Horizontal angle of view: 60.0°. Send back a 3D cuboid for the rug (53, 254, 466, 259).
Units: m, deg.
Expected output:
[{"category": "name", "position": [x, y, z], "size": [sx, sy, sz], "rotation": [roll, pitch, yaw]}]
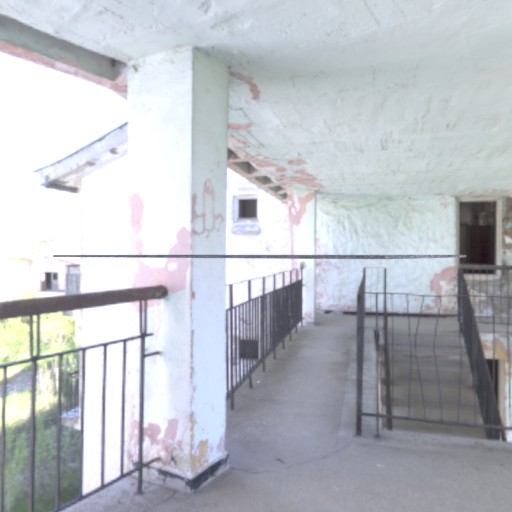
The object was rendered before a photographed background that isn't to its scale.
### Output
[{"category": "rug", "position": [0.000, 0.000, 2.341], "size": [1.819, 0.012, 1.208], "rotation": [0, 0, 36]}]
